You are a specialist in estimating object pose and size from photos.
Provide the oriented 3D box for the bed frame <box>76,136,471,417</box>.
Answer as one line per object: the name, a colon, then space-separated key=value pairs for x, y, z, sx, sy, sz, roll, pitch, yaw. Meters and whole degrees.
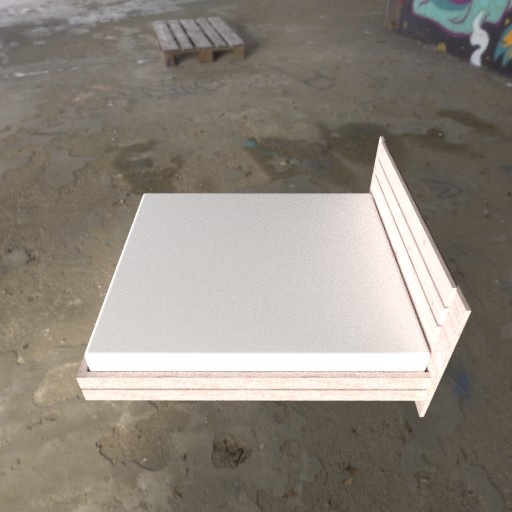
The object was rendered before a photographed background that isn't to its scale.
bed frame: x=0.000 y=0.000 z=3.188 sx=2.080 sy=0.970 sz=1.950 roll=0 pitch=40 yaw=0
